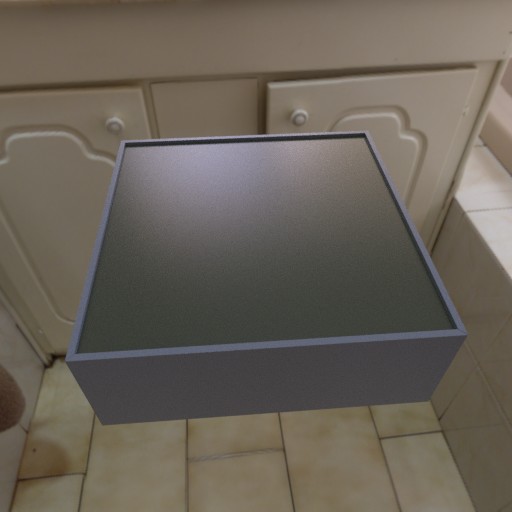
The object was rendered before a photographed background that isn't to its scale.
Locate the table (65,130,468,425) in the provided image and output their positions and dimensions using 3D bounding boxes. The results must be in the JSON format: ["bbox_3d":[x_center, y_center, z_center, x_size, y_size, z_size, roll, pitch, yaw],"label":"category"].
[{"bbox_3d":[0.000,0.000,1.262,0.801,0.299,0.801,-3,46,-3],"label":"table"}]
